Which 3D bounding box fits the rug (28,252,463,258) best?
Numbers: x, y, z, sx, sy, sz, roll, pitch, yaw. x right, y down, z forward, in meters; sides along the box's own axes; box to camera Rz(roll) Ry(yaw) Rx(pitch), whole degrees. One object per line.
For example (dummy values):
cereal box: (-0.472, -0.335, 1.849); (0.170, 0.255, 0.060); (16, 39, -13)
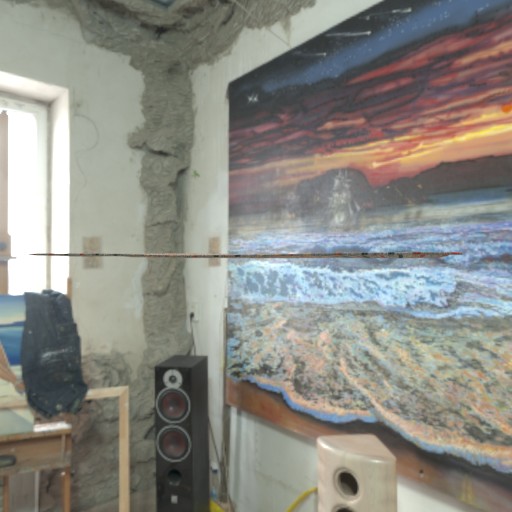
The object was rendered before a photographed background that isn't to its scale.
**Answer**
rug: (0.000, 0.000, 3.057); (2.439, 0.029, 1.537); (0, -1, 18)
